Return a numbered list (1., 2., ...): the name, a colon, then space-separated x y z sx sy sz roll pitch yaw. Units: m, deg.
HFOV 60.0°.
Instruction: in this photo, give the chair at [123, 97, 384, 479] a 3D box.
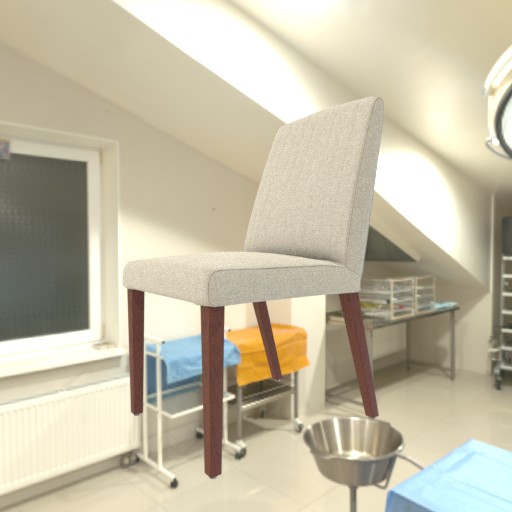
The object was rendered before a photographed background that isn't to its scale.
1. chair: 0.000 0.000 1.234 0.594 0.900 0.480 -1 2 -37
